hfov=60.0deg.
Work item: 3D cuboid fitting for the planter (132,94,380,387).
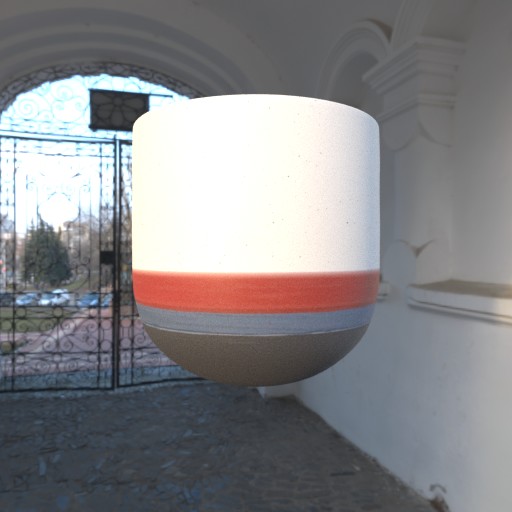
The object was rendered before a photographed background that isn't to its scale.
[{"bbox_3d":[0.000,0.000,0.498,0.268,0.270,0.268,0,1,0],"label":"planter"}]
